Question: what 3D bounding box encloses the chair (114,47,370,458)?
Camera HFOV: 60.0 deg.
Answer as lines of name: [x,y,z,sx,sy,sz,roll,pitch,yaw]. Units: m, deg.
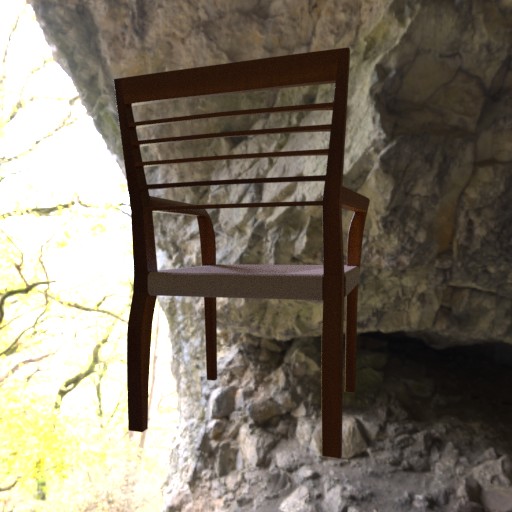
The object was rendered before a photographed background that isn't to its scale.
chair: [0.000,0.000,1.227,0.587,0.855,0.540,0,0,17]
